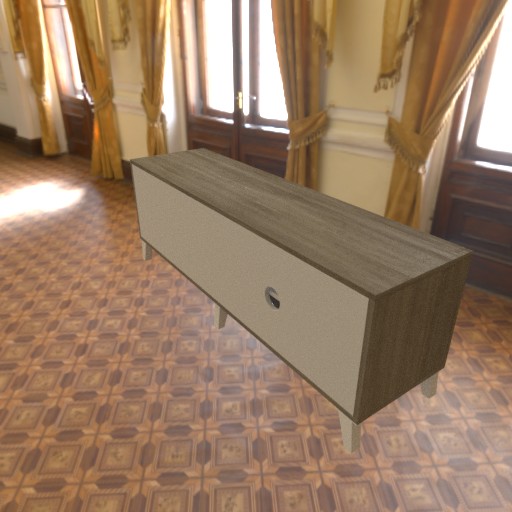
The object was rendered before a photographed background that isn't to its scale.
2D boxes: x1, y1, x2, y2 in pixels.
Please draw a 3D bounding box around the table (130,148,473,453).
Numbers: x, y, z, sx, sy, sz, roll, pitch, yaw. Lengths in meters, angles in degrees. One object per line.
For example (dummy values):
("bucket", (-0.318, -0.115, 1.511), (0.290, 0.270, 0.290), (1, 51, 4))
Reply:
("table", (0.000, 0.000, 1.781), (0.400, 0.530, 1.500), (-18, 32, -31))
